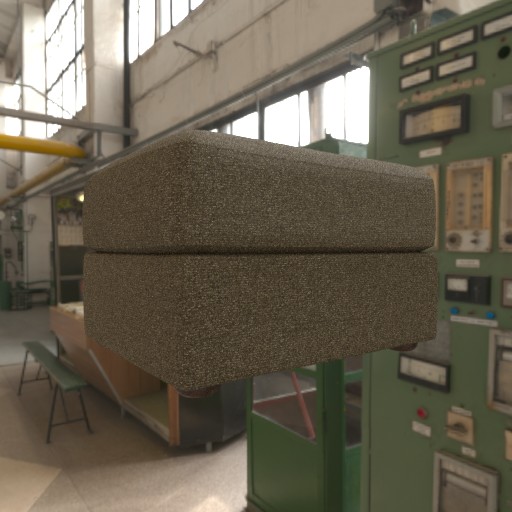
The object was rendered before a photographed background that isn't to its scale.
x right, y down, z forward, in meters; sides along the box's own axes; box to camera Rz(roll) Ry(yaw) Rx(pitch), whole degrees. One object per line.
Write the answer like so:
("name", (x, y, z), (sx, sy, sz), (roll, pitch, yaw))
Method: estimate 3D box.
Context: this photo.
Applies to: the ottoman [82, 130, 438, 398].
("ottoman", (0.000, 0.000, 1.131), (0.742, 0.476, 0.598), (-1, 1, -36))
